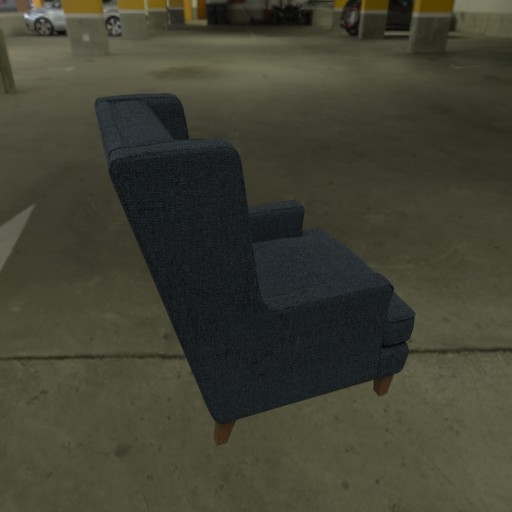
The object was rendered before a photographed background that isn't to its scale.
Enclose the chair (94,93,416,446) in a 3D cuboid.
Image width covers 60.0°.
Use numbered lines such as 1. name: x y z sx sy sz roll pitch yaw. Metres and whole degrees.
1. chair: 0.000 0.000 1.649 0.947 1.072 0.764 -10 31 -17
